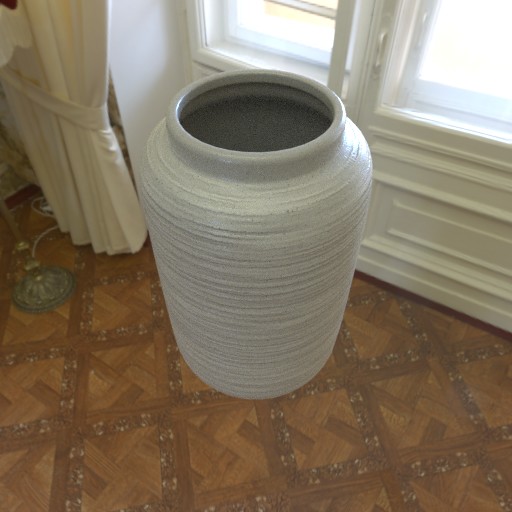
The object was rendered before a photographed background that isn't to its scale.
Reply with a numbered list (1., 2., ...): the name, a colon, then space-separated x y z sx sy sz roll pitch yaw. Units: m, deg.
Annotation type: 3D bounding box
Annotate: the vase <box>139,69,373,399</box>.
1. vase: 0.000 0.000 0.463 0.202 0.335 0.202 0 47 0
